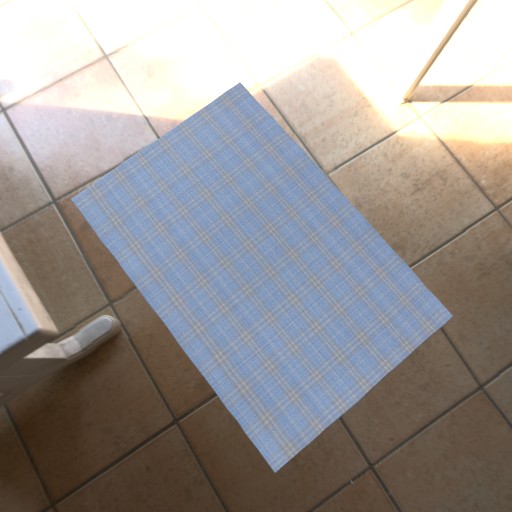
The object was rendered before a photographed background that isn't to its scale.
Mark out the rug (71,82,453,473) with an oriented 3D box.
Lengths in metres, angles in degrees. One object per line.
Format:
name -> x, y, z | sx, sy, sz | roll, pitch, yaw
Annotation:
rug -> 0.000, 0.000, 2.430 | 1.231, 0.012, 1.835 | -38, 79, -9
